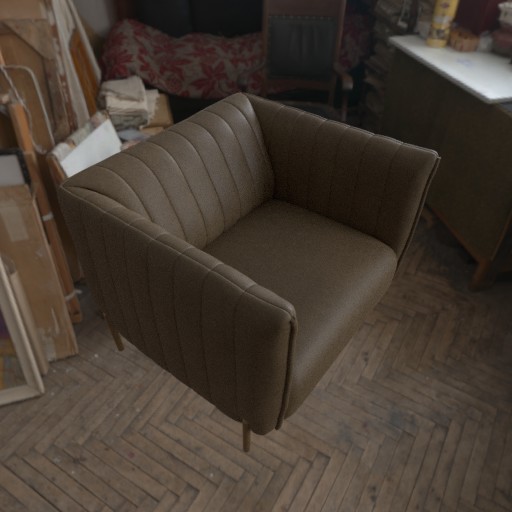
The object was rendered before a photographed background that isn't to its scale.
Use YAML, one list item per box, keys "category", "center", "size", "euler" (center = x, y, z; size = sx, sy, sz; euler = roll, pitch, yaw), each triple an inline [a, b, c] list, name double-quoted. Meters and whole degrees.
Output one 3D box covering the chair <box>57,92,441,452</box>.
- category: "chair"
  center: [0.000, 0.000, 1.653]
  size: [0.876, 0.779, 0.981]
  euler: [27, 49, 27]
